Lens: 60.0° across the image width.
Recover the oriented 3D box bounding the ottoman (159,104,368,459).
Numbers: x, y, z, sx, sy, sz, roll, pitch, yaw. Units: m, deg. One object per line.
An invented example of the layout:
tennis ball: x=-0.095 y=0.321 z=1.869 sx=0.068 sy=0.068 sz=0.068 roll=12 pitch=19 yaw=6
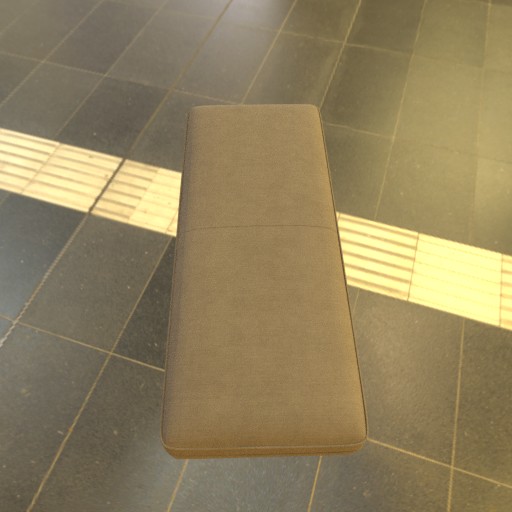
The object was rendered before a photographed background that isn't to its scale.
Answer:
ottoman: x=0.000 y=0.000 z=2.094 sx=0.751 sy=0.470 sz=1.764 roll=-1 pitch=57 yaw=-1
